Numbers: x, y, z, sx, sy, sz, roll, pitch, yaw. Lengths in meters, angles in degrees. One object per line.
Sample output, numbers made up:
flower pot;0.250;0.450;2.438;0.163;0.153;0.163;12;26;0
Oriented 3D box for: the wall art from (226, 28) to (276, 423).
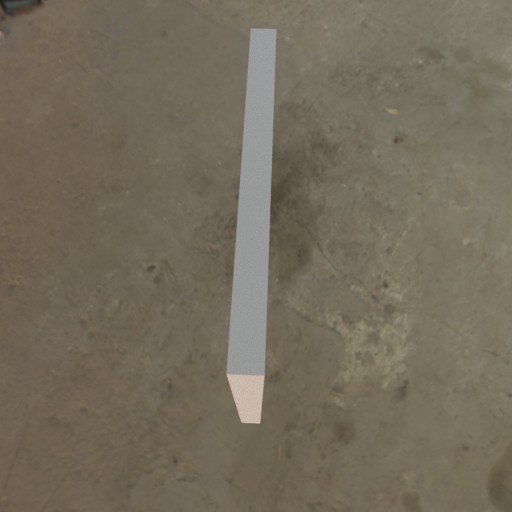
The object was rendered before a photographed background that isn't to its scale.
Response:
wall art;0.000;0.000;1.980;0.098;1.291;1.289;2;64;1
